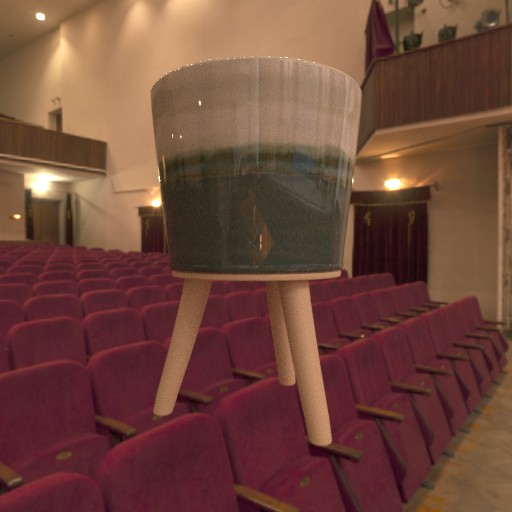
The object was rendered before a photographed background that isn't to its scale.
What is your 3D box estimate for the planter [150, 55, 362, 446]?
[{"bbox_3d":[0.000,0.000,0.469,0.217,0.331,0.217,1,1,37],"label":"planter"}]
